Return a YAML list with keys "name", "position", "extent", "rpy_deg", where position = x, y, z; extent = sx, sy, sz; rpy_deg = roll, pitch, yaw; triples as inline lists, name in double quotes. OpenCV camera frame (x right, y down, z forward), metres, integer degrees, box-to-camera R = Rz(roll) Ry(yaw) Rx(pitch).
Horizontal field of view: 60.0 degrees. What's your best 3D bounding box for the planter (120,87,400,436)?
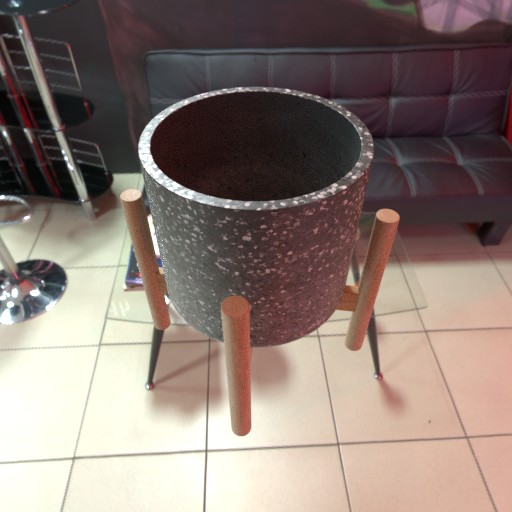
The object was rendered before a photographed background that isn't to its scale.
- name: "planter"
  position: [0.000, 0.000, 0.536]
  extent: [0.284, 0.320, 0.284]
  rpy_deg: [22, 49, 21]
